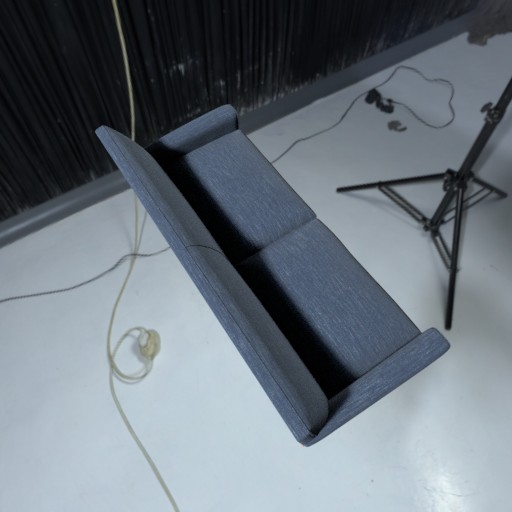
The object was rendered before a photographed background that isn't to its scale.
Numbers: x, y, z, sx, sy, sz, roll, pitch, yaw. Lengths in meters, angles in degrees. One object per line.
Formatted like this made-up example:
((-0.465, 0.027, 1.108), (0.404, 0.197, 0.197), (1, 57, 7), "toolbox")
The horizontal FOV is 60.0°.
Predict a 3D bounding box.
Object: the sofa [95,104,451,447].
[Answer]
((0.000, 0.000, 2.481), (0.875, 0.846, 1.976), (-29, 63, -17), "sofa")
